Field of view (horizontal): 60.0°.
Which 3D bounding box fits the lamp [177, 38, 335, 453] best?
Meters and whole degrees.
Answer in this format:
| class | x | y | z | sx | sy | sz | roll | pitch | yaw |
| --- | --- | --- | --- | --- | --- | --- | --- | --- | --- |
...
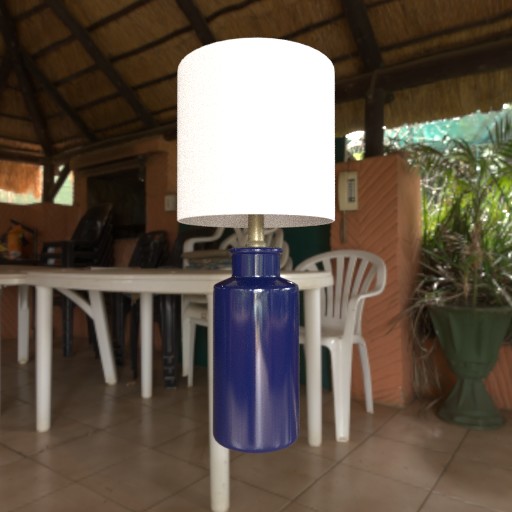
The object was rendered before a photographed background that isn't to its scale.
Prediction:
| class | x | y | z | sx | sy | sz | roll | pitch | yaw |
| --- | --- | --- | --- | --- | --- | --- | --- | --- | --- |
| lamp | 0.000 | 0.000 | 0.605 | 0.212 | 0.493 | 0.212 | 0 | -1 | 35 |
